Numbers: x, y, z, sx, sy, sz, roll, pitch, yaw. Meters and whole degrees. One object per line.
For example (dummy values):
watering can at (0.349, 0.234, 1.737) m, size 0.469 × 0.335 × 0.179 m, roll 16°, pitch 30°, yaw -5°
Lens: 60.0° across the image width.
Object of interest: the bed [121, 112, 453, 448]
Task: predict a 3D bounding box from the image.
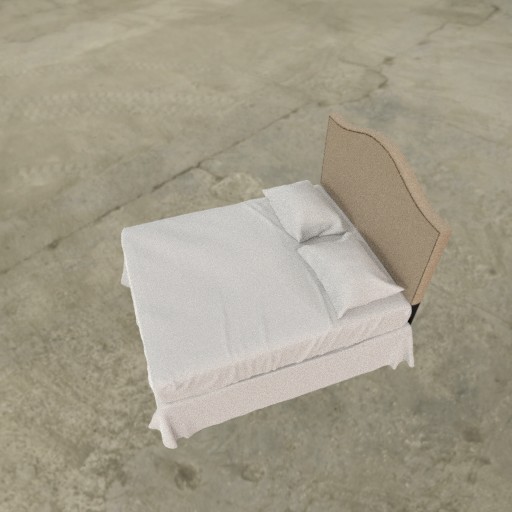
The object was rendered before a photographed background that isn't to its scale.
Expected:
bed at (0.000, 0.000, 3.485) m, size 2.221 × 1.645 × 1.876 m, roll -14°, pitch 48°, yaw -13°
